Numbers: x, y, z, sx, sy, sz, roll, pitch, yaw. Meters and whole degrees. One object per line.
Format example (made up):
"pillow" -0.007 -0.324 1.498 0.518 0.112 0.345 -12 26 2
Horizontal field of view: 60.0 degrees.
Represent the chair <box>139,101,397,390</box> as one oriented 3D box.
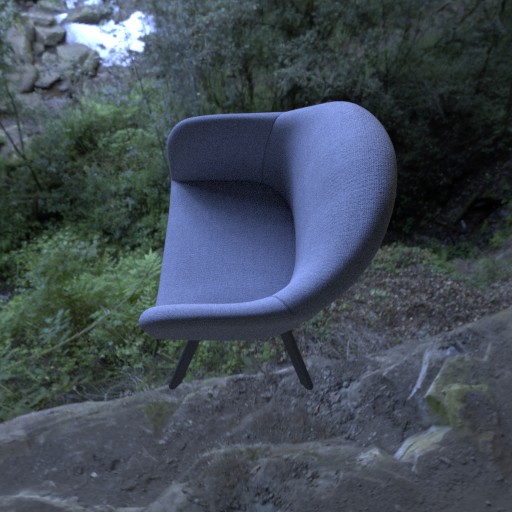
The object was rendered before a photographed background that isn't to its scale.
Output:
"chair" 0.000 0.000 1.189 0.550 0.795 0.590 0 58 0
